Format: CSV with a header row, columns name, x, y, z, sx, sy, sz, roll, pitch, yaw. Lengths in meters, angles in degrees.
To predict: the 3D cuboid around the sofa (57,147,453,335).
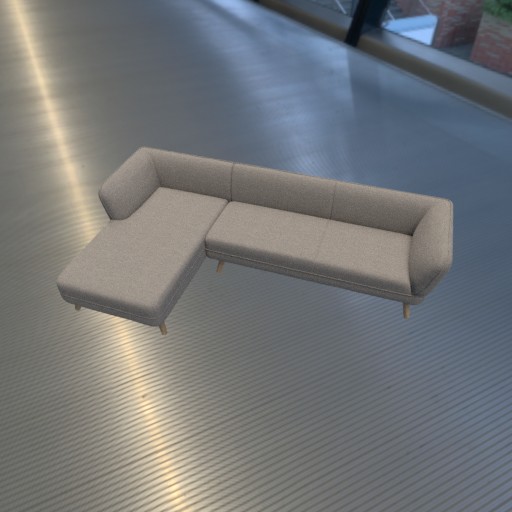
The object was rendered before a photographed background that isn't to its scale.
name,x,y,z,sx,sy,sz,roll,pitch,yaw
sofa,0.000,0.000,3.337,2.653,0.693,1.532,13,43,14
